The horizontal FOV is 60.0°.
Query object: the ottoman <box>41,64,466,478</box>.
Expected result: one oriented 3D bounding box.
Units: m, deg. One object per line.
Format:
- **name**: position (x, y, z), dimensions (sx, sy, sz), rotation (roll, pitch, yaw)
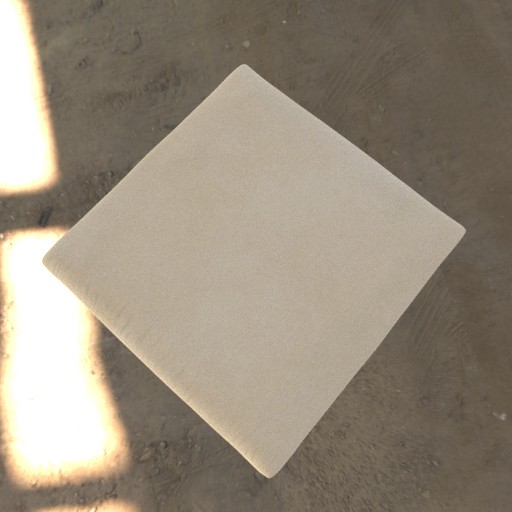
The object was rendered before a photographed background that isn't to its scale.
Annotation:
- **ottoman**: position (0.000, 0.000, 1.853), dimensions (1.190, 0.522, 1.205), rotation (40, 78, 10)
